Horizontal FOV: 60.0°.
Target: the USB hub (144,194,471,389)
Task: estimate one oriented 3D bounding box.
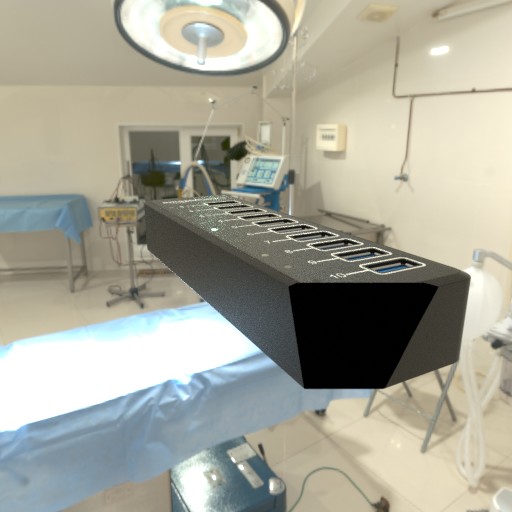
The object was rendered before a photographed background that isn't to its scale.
[{"bbox_3d":[0.000,0.000,0.161,0.044,0.023,0.145,-9,19,-27],"label":"USB hub"}]
